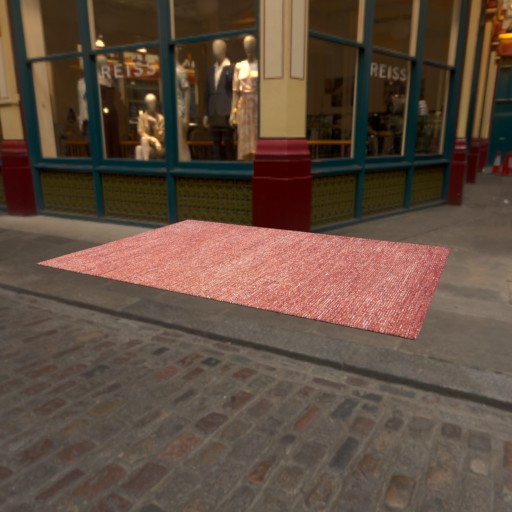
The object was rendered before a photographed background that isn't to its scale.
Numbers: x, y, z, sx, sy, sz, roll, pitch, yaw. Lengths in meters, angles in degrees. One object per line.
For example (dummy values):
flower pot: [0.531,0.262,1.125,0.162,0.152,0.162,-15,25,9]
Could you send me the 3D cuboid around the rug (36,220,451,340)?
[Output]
rug: [0.000,0.000,5.152,3.965,0.025,2.803,8,18,26]
